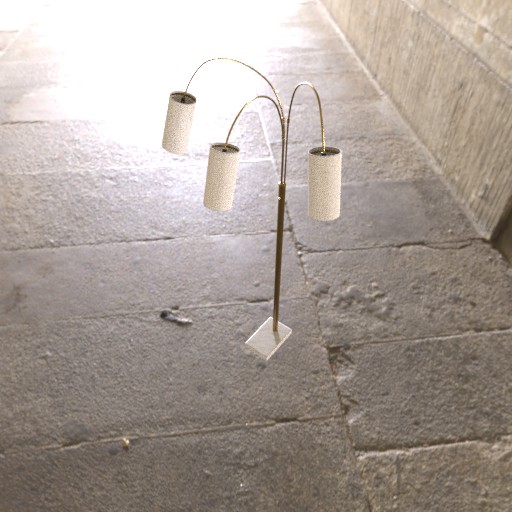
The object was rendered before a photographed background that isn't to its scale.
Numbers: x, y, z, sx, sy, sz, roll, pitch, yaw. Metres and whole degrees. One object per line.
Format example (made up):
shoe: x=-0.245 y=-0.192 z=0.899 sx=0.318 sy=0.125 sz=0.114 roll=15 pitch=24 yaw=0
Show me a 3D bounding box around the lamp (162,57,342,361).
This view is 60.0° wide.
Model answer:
lamp: x=0.000 y=0.000 z=2.537 sx=1.020 sy=2.055 sz=0.667 roll=29 pitch=51 yaw=26
